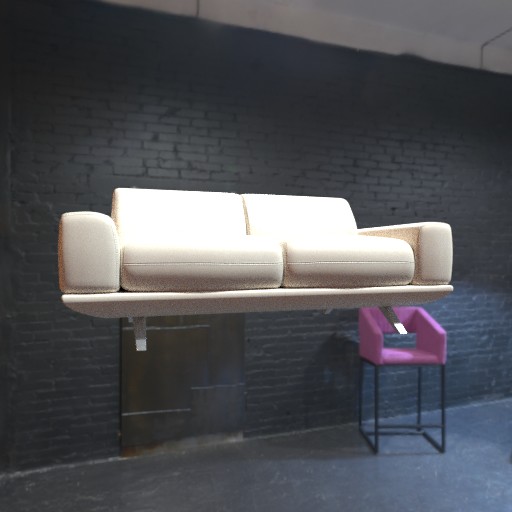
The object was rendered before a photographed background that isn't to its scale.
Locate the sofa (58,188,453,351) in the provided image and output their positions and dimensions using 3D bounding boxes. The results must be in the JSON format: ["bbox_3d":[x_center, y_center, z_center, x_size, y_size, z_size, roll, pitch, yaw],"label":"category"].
[{"bbox_3d":[0.000,0.000,2.411,1.901,0.772,0.900,0,0,-18],"label":"sofa"}]
